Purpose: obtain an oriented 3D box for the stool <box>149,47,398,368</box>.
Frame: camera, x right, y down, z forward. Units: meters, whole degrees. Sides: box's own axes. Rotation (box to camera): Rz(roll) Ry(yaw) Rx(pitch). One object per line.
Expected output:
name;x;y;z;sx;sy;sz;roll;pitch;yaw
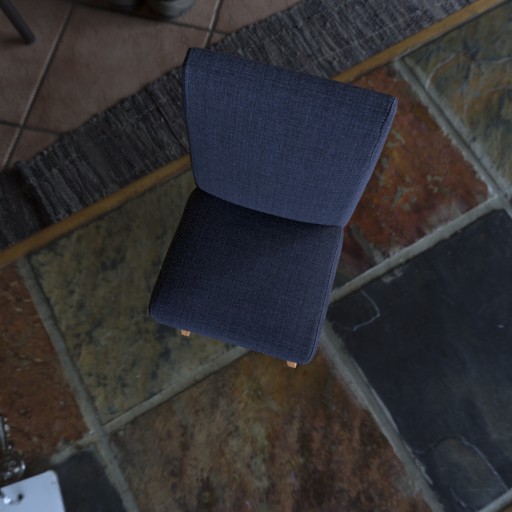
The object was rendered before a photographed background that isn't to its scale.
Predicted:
stool;0.000;0.000;1.280;0.459;1.010;0.526;16;76;4
